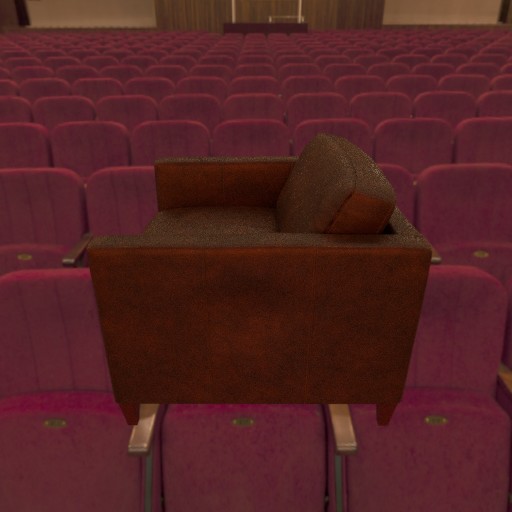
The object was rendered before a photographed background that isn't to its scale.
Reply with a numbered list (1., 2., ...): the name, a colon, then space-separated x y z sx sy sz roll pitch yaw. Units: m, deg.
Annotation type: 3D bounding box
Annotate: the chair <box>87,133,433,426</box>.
1. chair: 0.000 0.000 1.761 0.975 0.864 0.990 0 27 0
